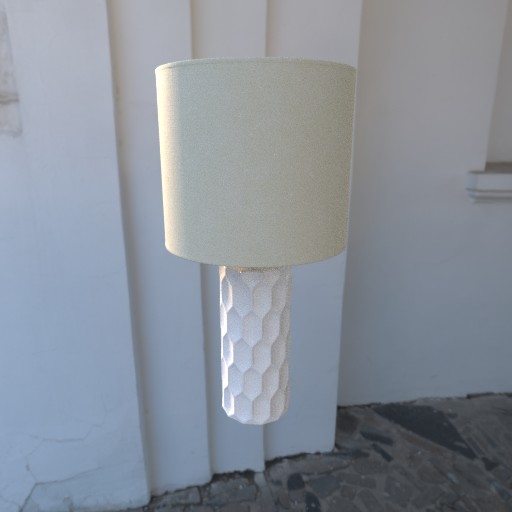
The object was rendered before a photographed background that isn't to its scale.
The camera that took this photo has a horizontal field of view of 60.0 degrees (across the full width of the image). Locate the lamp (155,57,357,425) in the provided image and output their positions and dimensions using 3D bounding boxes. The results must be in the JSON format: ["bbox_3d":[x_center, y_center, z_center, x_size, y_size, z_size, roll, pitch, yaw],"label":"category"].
[{"bbox_3d":[0.000,0.000,0.696,0.277,0.537,0.277,2,16,6],"label":"lamp"}]
